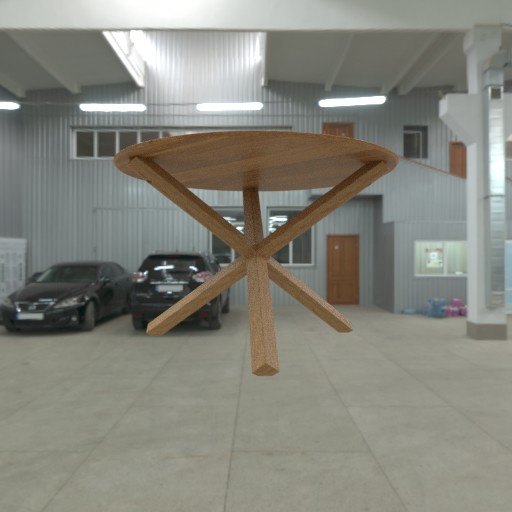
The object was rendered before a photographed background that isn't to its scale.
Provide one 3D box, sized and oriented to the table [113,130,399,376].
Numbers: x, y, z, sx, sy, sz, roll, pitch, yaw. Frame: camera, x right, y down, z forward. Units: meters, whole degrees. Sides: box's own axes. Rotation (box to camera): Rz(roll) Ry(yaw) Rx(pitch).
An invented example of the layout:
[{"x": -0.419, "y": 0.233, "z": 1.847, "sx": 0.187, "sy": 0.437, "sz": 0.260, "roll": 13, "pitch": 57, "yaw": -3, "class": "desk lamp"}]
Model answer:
[{"x": 0.000, "y": 0.000, "z": 1.693, "sx": 1.038, "sy": 0.666, "sz": 1.038, "roll": 0, "pitch": 0, "yaw": 0, "class": "table"}]
